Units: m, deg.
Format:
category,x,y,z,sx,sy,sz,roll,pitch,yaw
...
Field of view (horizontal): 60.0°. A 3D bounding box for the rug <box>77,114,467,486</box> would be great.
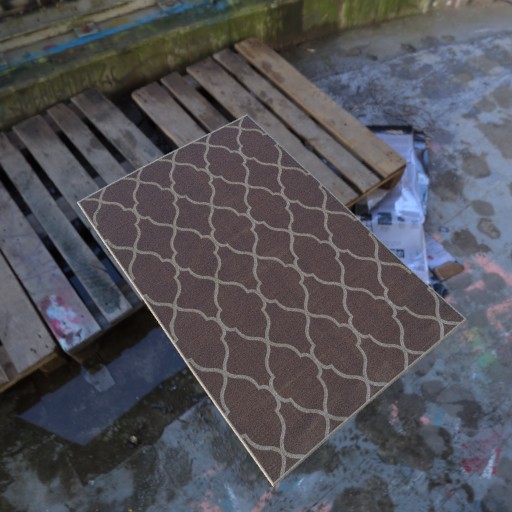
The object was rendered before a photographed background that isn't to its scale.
category,x,y,z,sx,sy,sz,roll,pitch,yaw
rug,0.000,0.000,2.960,1.528,0.014,2.294,-33,64,-18
